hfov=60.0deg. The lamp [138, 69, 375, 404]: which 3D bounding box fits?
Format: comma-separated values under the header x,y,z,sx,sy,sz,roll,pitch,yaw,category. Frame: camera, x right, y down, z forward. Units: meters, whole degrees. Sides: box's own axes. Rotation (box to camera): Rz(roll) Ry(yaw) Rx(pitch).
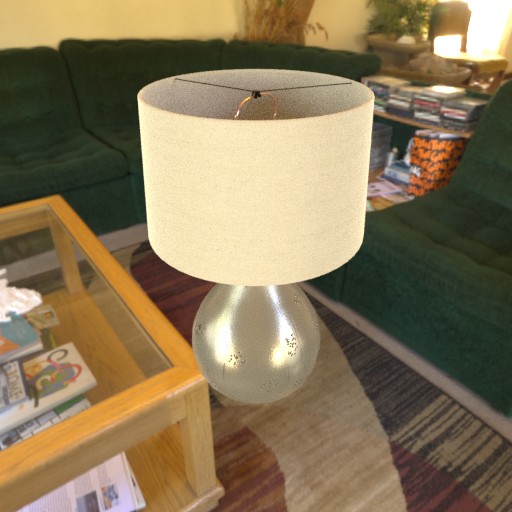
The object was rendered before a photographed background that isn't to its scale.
x,y,z,sx,sy,sz,roll,pitch,yaw,category
0.000,0.000,0.726,0.330,0.521,0.330,0,32,0,lamp
